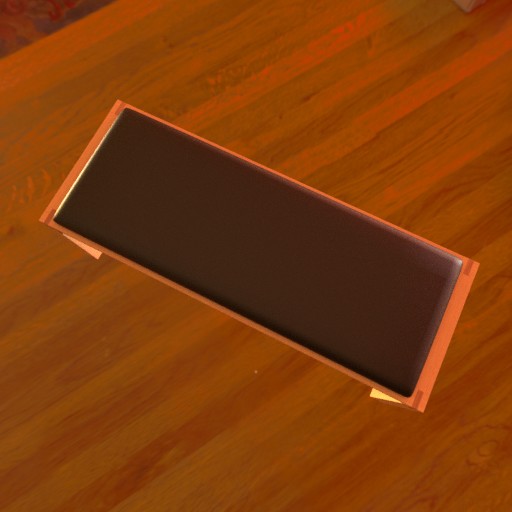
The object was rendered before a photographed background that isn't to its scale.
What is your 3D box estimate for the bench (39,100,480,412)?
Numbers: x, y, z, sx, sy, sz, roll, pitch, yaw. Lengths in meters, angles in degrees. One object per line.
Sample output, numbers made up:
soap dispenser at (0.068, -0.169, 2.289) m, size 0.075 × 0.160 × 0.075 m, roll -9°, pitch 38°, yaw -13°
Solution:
bench at (0.000, 0.000, 1.441) m, size 1.202 × 0.430 × 0.450 m, roll 26°, pitch 77°, yaw 6°
